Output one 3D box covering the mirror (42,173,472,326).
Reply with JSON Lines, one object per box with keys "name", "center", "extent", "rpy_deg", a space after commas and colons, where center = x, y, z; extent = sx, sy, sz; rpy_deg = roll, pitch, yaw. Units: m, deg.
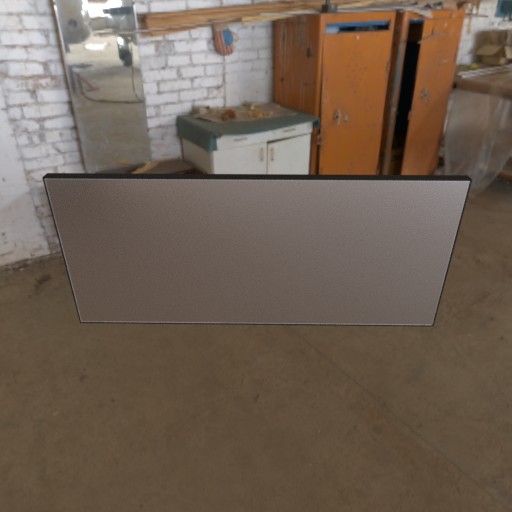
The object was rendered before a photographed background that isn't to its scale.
{"name": "mirror", "center": [0.000, 0.000, 1.827], "extent": [1.584, 0.692, 0.047], "rpy_deg": [0, 31, 1]}
